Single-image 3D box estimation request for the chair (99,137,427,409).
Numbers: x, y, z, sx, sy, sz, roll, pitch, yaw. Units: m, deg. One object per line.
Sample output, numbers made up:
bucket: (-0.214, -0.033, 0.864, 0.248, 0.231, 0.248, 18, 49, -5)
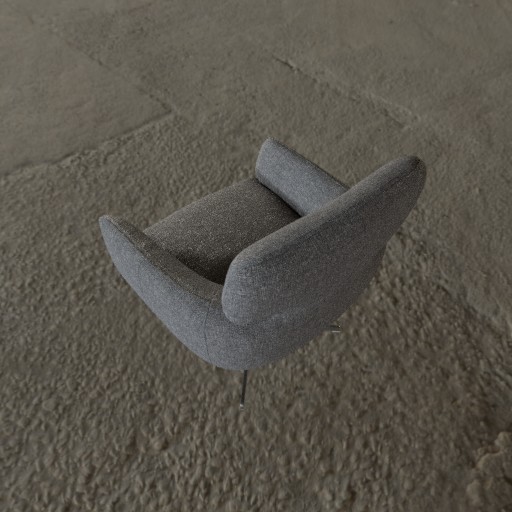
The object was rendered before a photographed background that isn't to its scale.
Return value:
chair: (0.000, 0.000, 1.379, 0.706, 0.812, 0.715, -32, 54, -26)
